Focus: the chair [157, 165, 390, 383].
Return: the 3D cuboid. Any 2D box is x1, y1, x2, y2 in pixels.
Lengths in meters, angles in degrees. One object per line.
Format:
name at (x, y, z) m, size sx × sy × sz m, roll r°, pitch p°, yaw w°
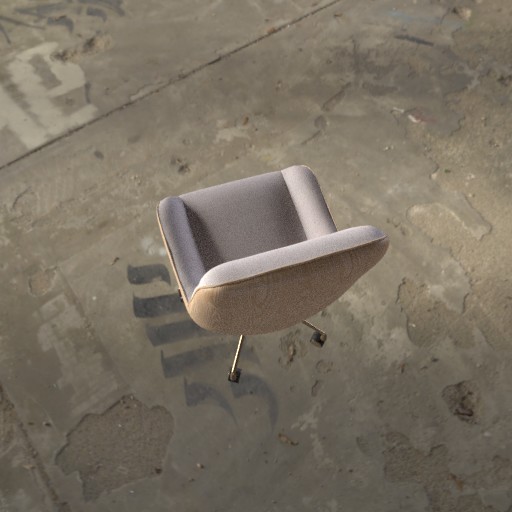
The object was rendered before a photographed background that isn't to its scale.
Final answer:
chair at (0.000, 0.000, 1.409) m, size 0.564 × 0.952 × 0.668 m, roll -16°, pitch 61°, yaw -9°
